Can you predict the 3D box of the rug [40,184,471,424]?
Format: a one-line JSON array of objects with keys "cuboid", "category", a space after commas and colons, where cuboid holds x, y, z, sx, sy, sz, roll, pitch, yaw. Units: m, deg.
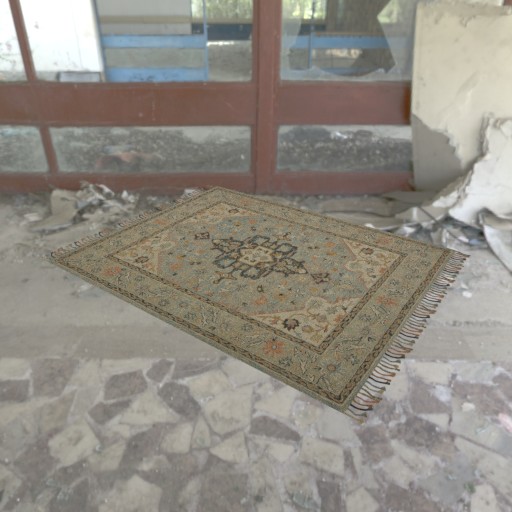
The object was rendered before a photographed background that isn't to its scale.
[{"cuboid": [0.000, 0.000, 3.377, 2.651, 0.010, 1.971, 19, 35, 31], "category": "rug"}]
